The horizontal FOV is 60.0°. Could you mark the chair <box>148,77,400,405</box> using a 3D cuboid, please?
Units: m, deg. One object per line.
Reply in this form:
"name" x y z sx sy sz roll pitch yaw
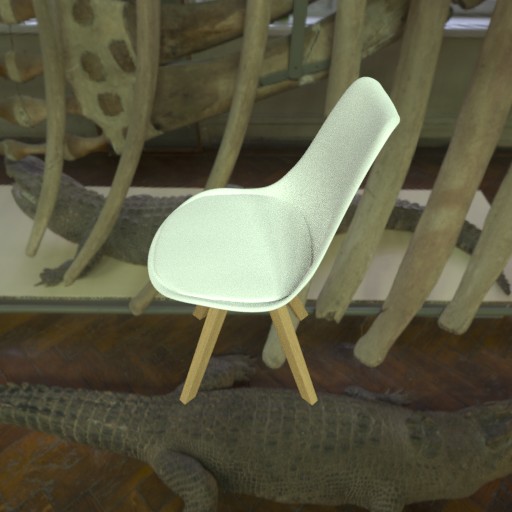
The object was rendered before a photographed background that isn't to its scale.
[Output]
"chair" 0.000 0.000 1.166 0.550 0.849 0.485 0 41 0
